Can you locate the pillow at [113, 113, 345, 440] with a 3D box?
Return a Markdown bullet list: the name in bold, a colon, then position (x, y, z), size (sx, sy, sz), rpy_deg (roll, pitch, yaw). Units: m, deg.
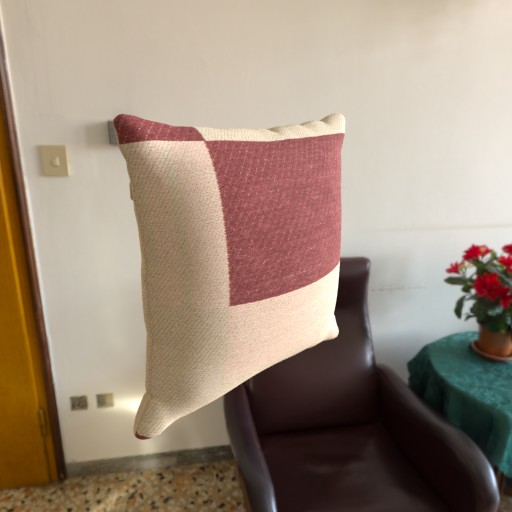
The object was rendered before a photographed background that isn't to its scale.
- **pillow**: position (0.000, 0.000, 0.813), size (0.536, 0.506, 0.229), rpy_deg (-16, 22, -42)
